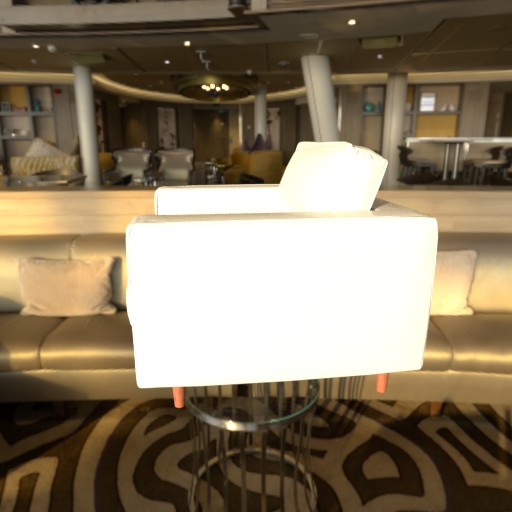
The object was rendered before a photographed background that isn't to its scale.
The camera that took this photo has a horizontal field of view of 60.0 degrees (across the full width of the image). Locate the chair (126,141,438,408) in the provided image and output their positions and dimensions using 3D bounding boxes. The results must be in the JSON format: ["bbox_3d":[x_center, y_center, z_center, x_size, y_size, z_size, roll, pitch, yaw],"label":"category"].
[{"bbox_3d":[0.000,0.000,1.546,0.843,0.773,0.928,-2,15,-7],"label":"chair"}]
